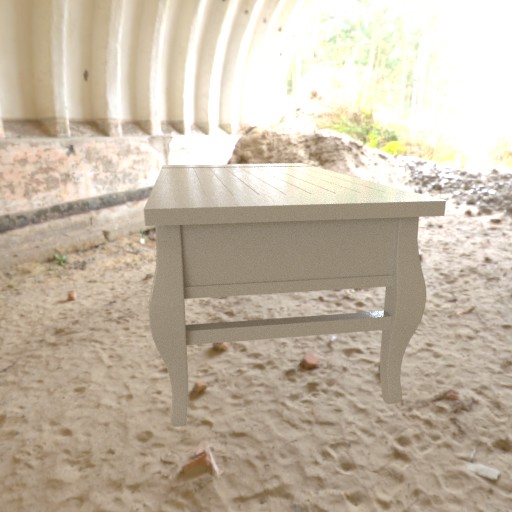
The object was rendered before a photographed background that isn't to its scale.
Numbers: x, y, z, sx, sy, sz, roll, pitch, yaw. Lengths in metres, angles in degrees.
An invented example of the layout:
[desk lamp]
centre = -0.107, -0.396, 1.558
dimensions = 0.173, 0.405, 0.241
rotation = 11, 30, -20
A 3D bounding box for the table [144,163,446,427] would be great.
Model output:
[table]
centre = 0.000, 0.000, 1.400
dimensions = 0.600, 0.495, 1.062
rotation = -3, 16, -9
